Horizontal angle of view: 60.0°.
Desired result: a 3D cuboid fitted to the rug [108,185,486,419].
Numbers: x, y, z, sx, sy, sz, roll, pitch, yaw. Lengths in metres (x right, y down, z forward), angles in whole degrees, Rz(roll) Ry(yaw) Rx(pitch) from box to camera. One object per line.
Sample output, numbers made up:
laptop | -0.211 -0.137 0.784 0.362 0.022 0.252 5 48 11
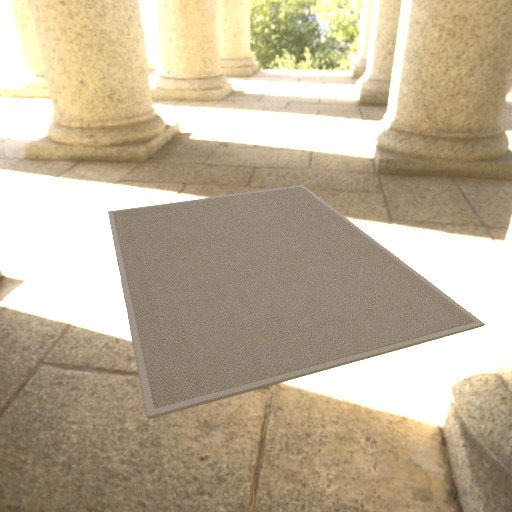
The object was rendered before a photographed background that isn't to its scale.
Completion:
rug | 0.000 0.000 4.057 2.407 0.020 3.051 -10 31 -18
